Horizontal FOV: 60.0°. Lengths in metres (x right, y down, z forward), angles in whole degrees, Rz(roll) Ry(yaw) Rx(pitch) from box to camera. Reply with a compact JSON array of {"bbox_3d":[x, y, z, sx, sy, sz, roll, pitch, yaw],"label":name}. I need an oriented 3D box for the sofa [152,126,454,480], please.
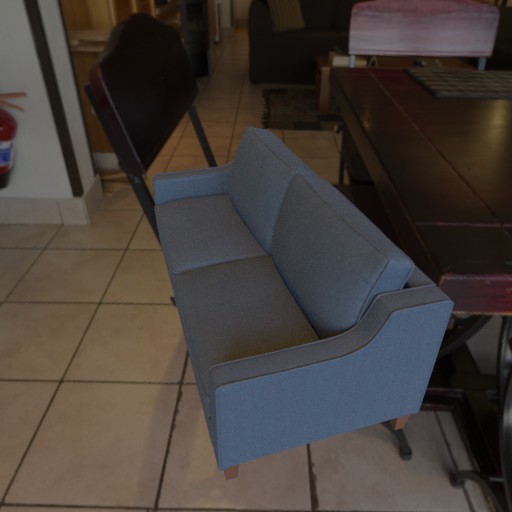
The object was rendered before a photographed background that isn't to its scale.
[{"bbox_3d":[0.000,0.000,2.774,1.066,1.071,2.178,-10,35,-14],"label":"sofa"}]
